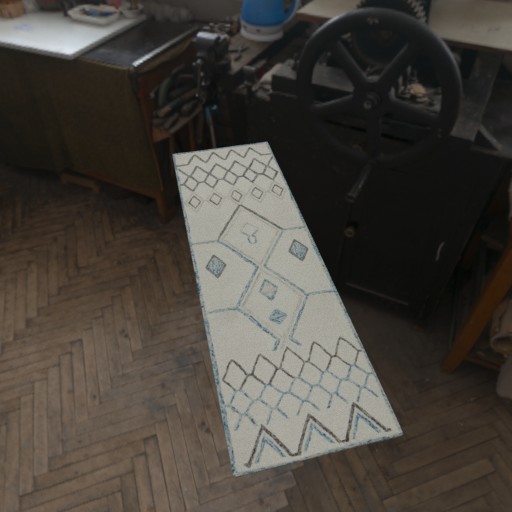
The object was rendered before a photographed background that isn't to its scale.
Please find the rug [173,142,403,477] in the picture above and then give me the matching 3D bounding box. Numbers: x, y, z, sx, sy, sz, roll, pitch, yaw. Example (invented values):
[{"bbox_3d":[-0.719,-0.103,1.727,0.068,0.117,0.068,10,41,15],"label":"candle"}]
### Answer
[{"bbox_3d":[0.000,0.000,2.719,0.770,0.013,2.434,-10,47,-9],"label":"rug"}]
